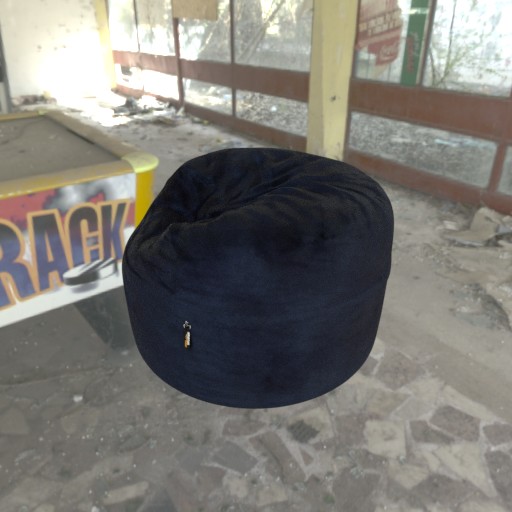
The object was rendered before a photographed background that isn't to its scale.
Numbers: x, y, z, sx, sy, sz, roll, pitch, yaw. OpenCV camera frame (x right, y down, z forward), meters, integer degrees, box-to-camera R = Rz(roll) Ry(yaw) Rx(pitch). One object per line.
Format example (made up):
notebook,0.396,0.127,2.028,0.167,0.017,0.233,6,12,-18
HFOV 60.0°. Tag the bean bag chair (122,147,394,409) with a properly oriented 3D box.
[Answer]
bean bag chair,0.000,0.000,1.565,0.918,0.616,0.918,0,28,0
